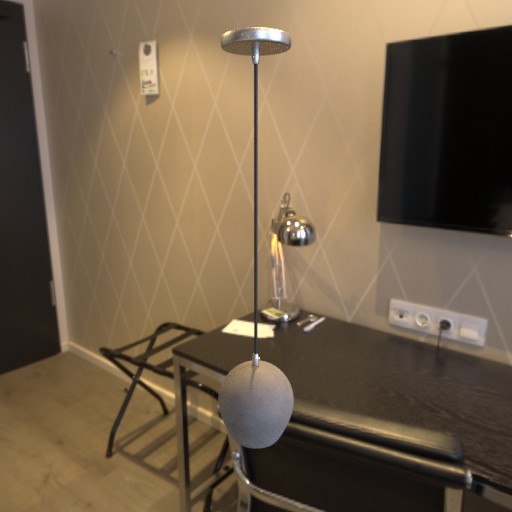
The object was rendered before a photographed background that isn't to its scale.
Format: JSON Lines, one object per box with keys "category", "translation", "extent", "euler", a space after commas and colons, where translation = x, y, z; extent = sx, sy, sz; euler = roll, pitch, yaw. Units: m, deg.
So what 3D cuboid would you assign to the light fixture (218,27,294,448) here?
{"category": "light fixture", "translation": [0.000, 0.000, 0.836], "extent": [0.153, 0.760, 0.153], "euler": [2, 14, 8]}
